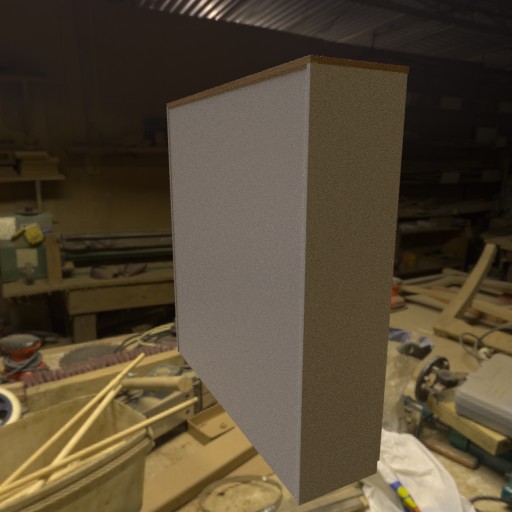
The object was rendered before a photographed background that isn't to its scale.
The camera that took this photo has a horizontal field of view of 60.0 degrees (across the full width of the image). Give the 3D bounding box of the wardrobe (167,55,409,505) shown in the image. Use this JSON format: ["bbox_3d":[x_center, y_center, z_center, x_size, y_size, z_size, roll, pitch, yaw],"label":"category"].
[{"bbox_3d":[0.000,0.000,3.204,0.590,2.260,2.160,-7,15,-26],"label":"wardrobe"}]
